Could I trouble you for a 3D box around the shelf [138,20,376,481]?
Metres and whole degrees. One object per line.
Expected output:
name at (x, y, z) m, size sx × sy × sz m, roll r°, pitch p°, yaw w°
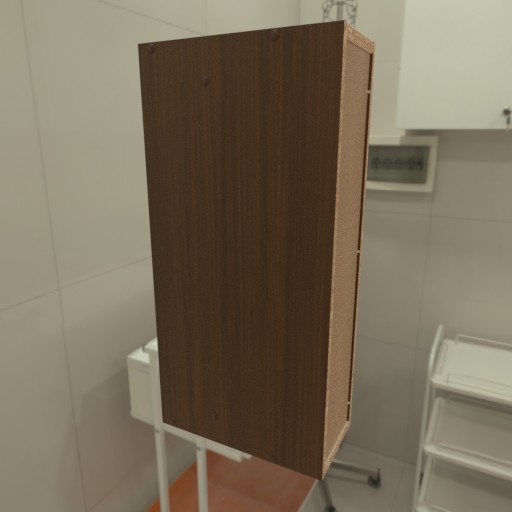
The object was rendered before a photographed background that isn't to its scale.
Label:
shelf at (0.000, 0.000, 0.683) m, size 0.290 × 0.600 × 0.147 m, roll 8°, pitch 17°, yaw 27°
